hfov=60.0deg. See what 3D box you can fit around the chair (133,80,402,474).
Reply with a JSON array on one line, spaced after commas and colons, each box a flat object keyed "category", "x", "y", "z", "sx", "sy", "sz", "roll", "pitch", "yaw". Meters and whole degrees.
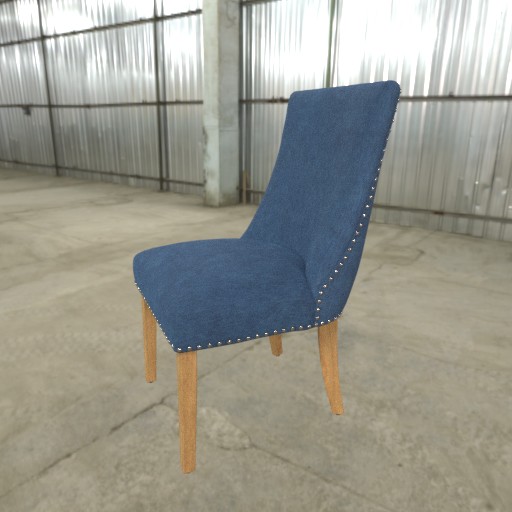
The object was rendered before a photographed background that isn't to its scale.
[{"category": "chair", "x": 0.000, "y": 0.000, "z": 1.233, "sx": 0.610, "sy": 0.902, "sz": 0.495, "roll": -8, "pitch": 19, "yaw": -24}]
